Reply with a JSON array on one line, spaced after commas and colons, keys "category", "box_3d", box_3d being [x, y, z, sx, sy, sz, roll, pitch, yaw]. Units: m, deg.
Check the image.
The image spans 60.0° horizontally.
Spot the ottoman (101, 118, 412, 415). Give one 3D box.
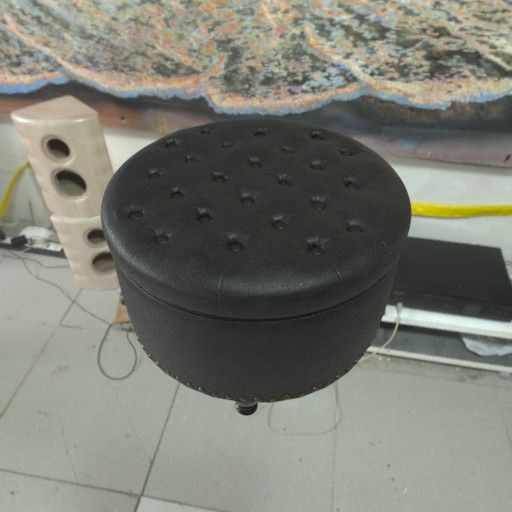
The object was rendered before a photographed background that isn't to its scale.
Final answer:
[{"category": "ottoman", "box_3d": [0.000, 0.000, 1.060, 0.637, 0.442, 0.637, 0, 42, 0]}]
